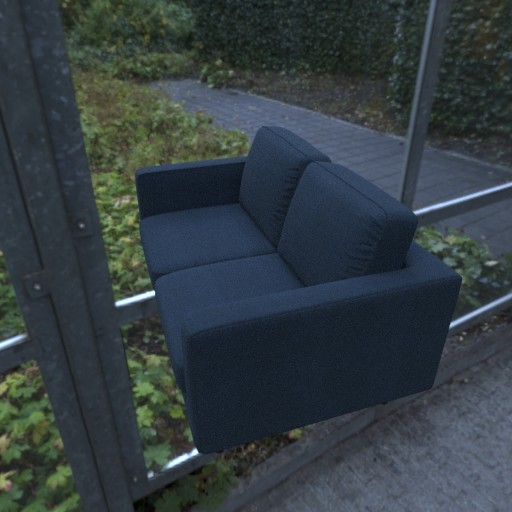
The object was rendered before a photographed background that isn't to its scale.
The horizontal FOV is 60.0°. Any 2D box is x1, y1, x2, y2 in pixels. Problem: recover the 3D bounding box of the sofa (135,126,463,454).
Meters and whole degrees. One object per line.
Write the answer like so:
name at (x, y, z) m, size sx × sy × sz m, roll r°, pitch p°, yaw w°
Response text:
sofa at (0.000, 0.000, 2.126) m, size 0.999 × 0.930 × 1.518 m, roll -10°, pitch 32°, yaw -16°
